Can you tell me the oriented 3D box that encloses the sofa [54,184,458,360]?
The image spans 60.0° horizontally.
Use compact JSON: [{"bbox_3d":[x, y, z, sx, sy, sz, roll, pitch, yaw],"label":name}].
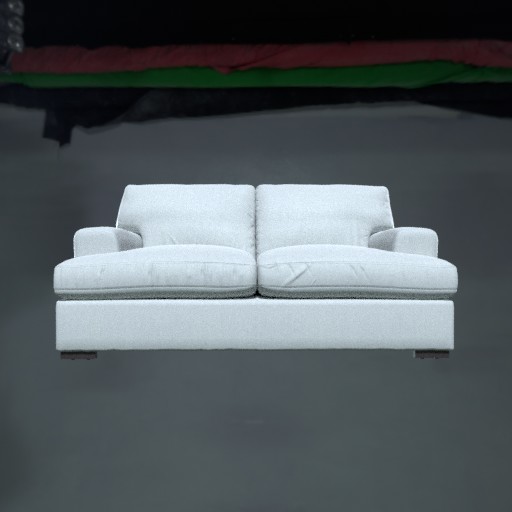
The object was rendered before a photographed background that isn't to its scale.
[{"bbox_3d":[0.000,0.000,2.530,1.880,0.940,1.143,0,0,-1],"label":"sofa"}]
